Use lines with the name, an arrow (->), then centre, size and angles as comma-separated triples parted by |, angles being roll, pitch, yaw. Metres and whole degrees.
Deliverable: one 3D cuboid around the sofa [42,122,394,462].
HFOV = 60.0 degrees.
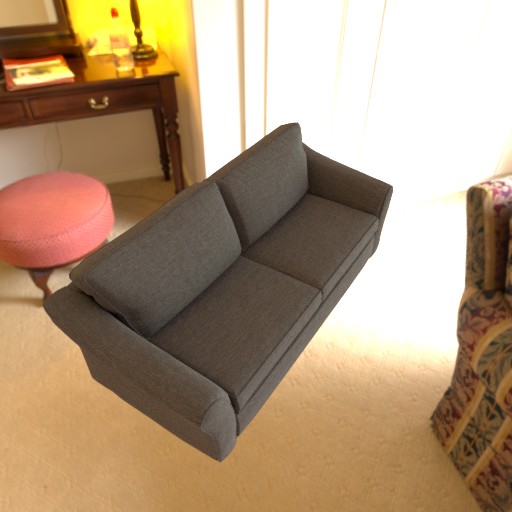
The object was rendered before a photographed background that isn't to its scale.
sofa -> 0.000, 0.000, 2.774 | 0.971, 0.950, 2.270 | 24, 46, 25
